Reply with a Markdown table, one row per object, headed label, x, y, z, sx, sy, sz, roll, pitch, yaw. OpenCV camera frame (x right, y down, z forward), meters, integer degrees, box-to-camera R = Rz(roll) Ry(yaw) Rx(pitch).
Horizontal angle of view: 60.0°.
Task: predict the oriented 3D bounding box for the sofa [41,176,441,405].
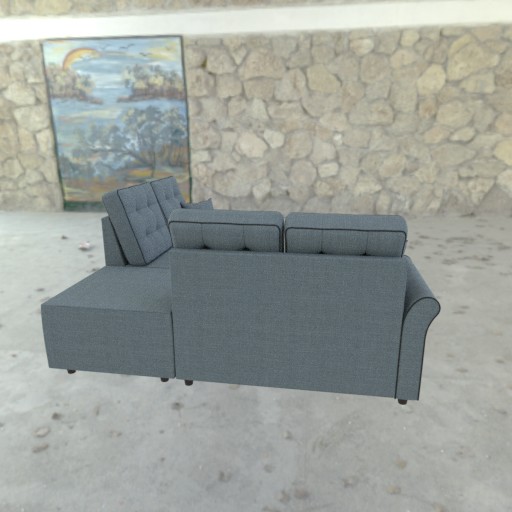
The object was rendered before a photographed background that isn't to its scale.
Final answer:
| label | x | y | z | sx | sy | sz | roll | pitch | yaw |
| --- | --- | --- | --- | --- | --- | --- | --- | --- | --- |
| sofa | 0.000 | 0.000 | 3.224 | 2.068 | 0.988 | 2.070 | 2 | 16 | 9 |
